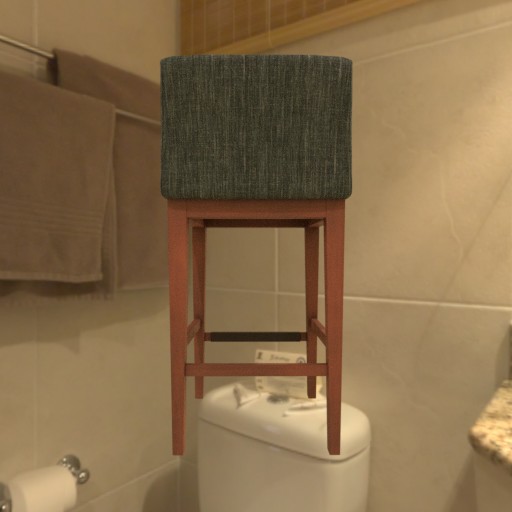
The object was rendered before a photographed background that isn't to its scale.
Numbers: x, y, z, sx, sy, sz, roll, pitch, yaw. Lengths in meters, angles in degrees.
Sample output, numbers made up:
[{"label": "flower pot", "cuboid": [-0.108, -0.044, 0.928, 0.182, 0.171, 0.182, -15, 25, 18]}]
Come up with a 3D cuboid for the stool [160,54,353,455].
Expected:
[{"label": "stool", "cuboid": [0.000, 0.000, 1.114, 0.395, 0.835, 0.459, 0, 0, 0]}]
